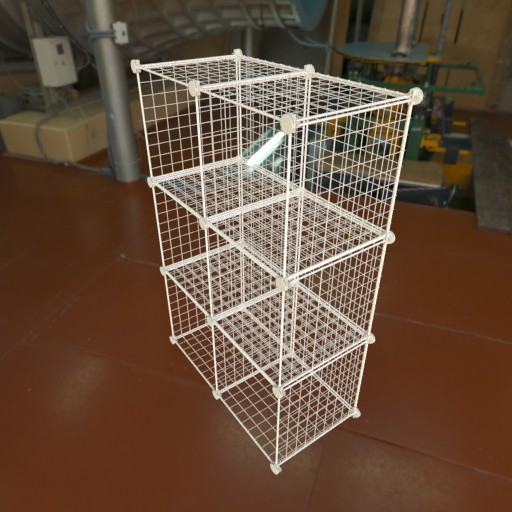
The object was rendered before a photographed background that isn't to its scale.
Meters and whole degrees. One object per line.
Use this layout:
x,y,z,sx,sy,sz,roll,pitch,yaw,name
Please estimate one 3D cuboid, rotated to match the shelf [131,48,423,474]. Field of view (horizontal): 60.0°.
0.000,0.000,1.369,0.356,1.067,0.711,-21,38,-29,shelf
